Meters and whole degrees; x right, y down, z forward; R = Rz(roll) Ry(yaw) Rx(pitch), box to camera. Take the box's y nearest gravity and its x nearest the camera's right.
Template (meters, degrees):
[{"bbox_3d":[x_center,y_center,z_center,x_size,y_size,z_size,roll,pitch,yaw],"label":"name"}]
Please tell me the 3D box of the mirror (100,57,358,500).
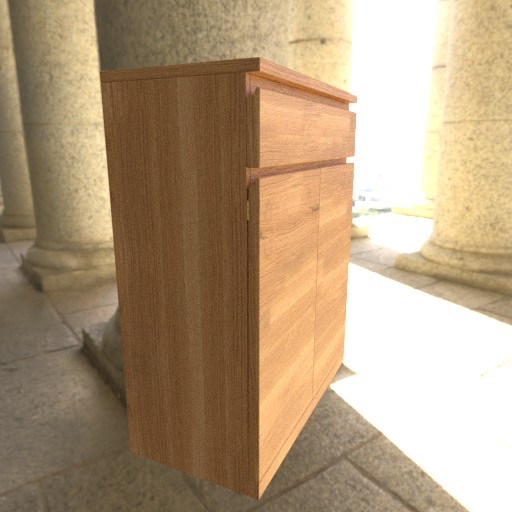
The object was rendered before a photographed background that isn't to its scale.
[{"bbox_3d":[0.000,0.000,1.388,0.400,1.000,0.800,7,16,25],"label":"mirror"}]
